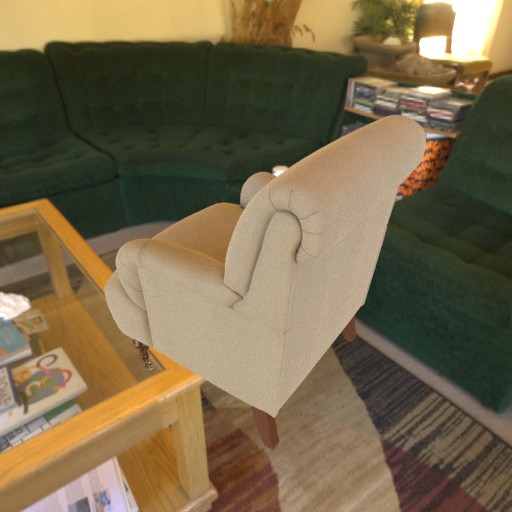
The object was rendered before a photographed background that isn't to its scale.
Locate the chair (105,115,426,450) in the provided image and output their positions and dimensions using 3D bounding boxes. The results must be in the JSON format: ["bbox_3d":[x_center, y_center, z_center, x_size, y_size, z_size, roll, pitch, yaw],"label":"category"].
[{"bbox_3d":[0.000,0.000,1.553,0.842,0.942,0.766,20,37,29],"label":"chair"}]
